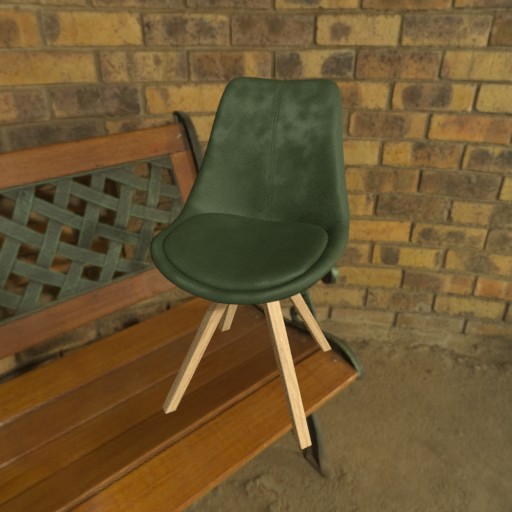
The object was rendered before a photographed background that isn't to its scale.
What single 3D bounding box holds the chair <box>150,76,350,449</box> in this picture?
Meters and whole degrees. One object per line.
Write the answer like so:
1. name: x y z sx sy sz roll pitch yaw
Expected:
1. chair: 0.000 0.000 1.216 0.483 0.865 0.547 8 29 16
